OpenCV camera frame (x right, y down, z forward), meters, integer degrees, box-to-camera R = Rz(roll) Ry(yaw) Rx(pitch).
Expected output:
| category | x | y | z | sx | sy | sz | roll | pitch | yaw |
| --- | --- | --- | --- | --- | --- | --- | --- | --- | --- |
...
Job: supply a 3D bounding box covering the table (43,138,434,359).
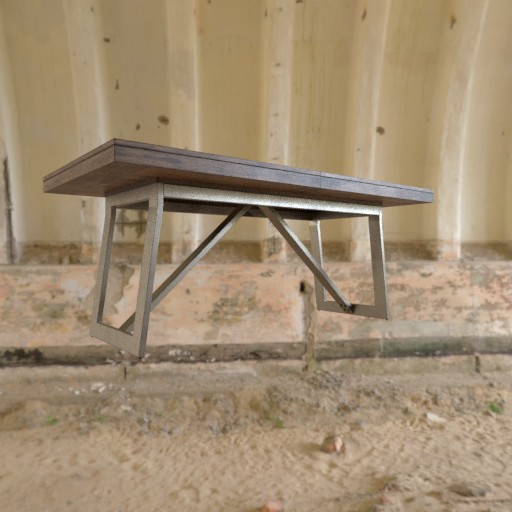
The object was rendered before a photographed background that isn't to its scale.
| category | x | y | z | sx | sy | sz | roll | pitch | yaw |
| --- | --- | --- | --- | --- | --- | --- | --- | --- | --- |
| table | 0.000 | 0.000 | 2.340 | 1.867 | 0.757 | 0.931 | 0 | 1 | -38 |
